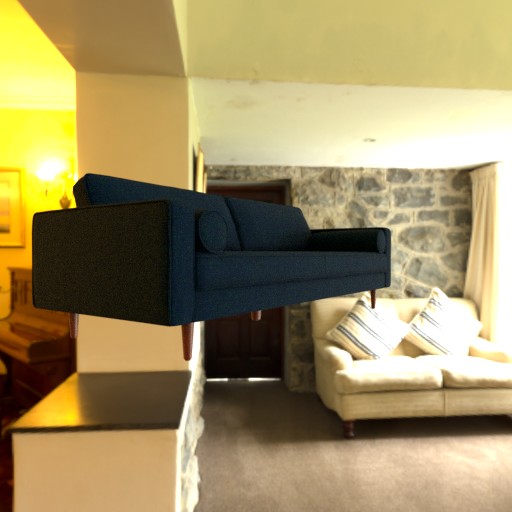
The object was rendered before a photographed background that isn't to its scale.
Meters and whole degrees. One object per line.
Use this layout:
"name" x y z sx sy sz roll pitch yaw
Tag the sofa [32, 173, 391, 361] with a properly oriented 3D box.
"sofa" 0.000 0.000 2.614 0.914 0.762 2.210 0 0 36
